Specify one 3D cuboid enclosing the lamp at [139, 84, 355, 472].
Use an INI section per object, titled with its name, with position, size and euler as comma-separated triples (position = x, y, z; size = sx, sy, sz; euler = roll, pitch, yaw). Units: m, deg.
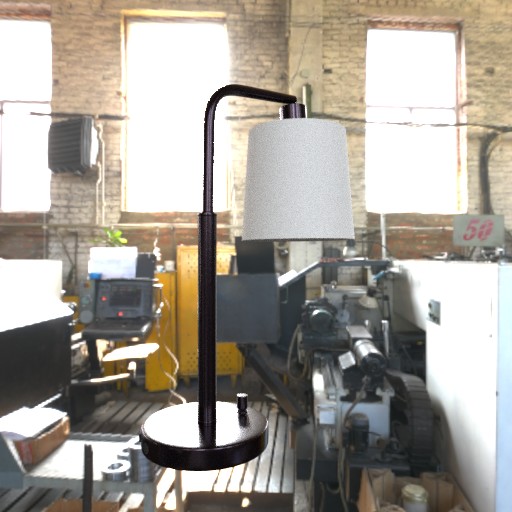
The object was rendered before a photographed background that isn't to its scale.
[lamp]
position = 0.000, 0.000, 0.632
size = 0.333, 0.489, 0.171
euler = 0, 0, -38
